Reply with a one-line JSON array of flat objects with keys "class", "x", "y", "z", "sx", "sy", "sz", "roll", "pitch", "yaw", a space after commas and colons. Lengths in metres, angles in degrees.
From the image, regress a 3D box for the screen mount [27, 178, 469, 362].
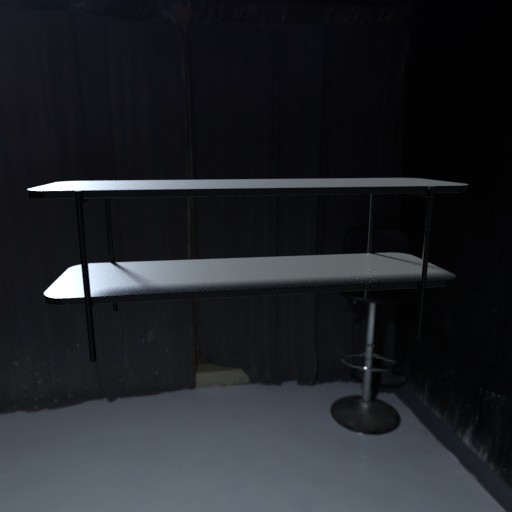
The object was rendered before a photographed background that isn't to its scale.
[{"class": "screen mount", "x": 0.000, "y": 0.000, "z": 1.373, "sx": 1.200, "sy": 0.447, "sz": 0.400, "roll": -2, "pitch": 13, "yaw": -9}]
